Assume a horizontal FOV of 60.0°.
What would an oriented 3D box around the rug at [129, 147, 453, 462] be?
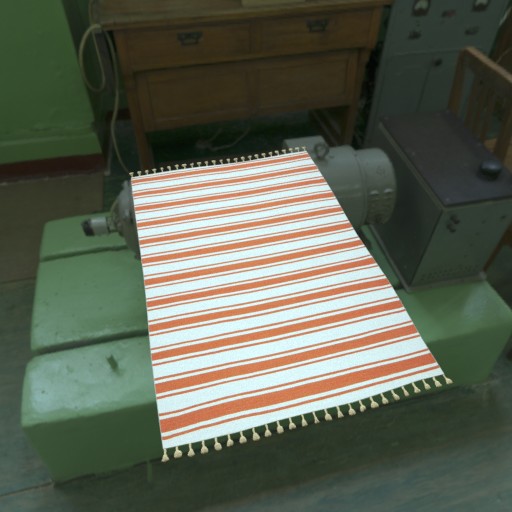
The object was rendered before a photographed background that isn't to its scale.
[{"bbox_3d":[0.000,0.000,3.042,1.556,0.022,2.433,-11,47,-10],"label":"rug"}]
